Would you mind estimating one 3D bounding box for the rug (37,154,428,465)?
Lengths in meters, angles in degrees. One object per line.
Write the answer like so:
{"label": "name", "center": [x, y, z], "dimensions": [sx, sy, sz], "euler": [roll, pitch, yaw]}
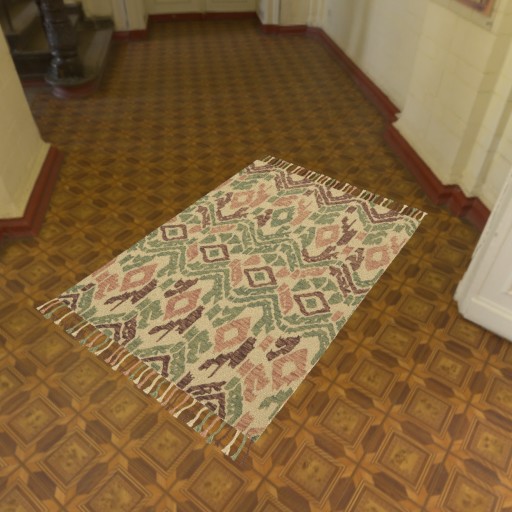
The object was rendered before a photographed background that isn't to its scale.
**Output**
{"label": "rug", "center": [0.000, 0.000, 2.347], "dimensions": [1.219, 0.010, 1.829], "euler": [26, 48, 26]}
